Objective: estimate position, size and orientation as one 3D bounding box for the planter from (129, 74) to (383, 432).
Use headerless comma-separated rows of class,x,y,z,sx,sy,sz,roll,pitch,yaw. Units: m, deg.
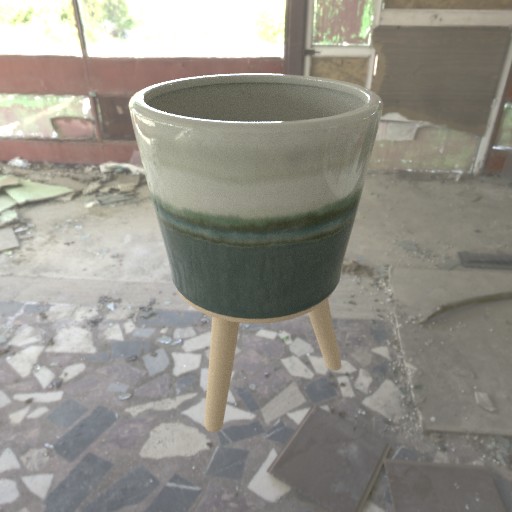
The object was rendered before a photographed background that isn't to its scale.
planter,0.000,0.000,0.472,0.217,0.331,0.217,24,39,34
